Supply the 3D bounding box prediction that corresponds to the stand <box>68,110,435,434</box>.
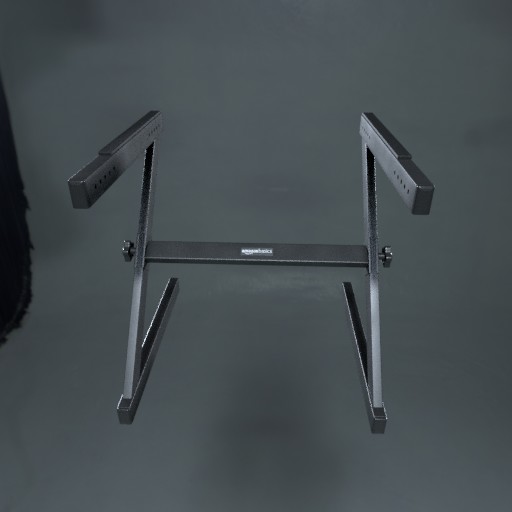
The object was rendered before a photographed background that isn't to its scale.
[{"bbox_3d":[0.000,0.000,1.148,0.700,0.617,0.586,1,29,2],"label":"stand"}]
